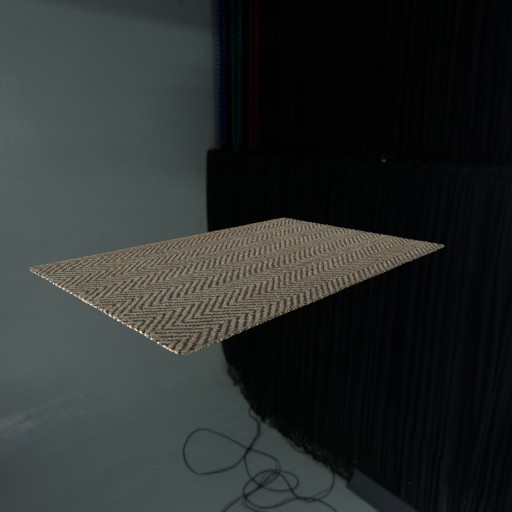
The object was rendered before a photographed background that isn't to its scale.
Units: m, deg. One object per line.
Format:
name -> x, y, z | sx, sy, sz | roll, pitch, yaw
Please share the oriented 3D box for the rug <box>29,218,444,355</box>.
rug -> 0.000, 0.000, 2.295 | 1.219, 0.008, 1.828 | 15, 21, 43
